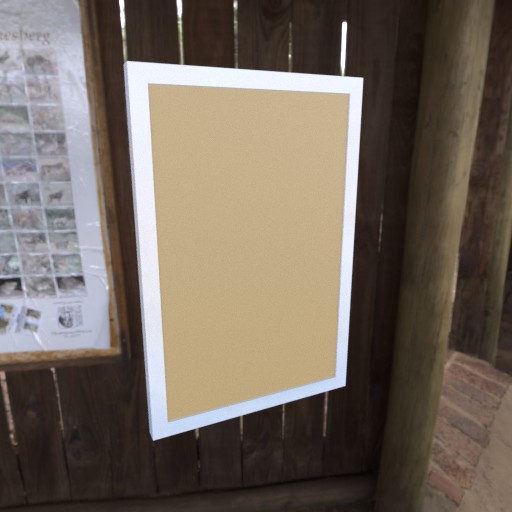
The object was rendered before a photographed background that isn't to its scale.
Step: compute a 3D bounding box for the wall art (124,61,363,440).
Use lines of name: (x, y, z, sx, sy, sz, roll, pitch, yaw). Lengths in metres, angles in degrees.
wall art: (0.000, 0.000, 1.180, 0.612, 0.915, 0.039, -7, 16, -25)
